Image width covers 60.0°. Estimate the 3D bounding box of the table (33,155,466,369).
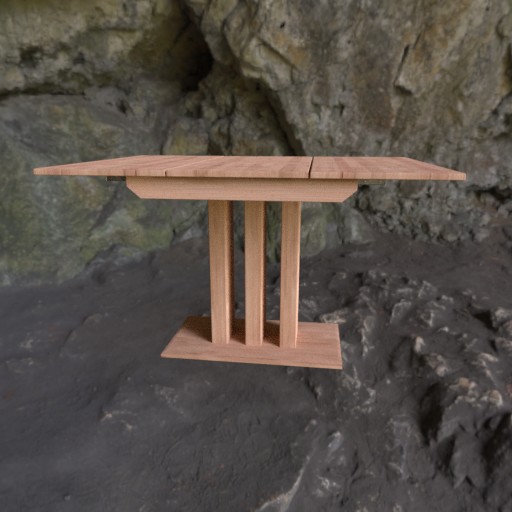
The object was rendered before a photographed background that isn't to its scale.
[{"bbox_3d":[0.000,0.000,1.846,1.300,0.770,0.900,2,16,7],"label":"table"}]
